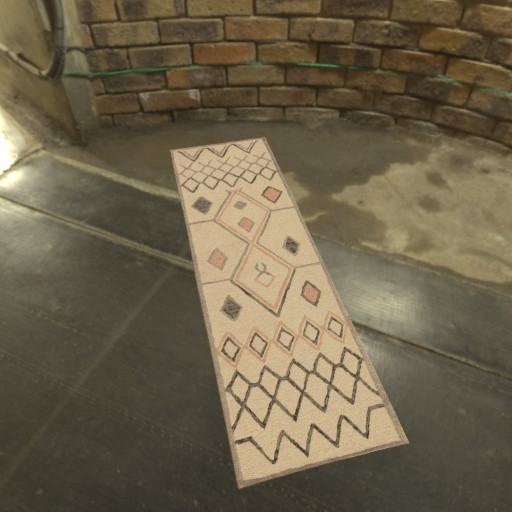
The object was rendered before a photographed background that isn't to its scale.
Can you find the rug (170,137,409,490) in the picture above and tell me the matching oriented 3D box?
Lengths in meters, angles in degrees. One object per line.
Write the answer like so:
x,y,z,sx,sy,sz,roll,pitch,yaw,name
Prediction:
0.000,0.000,2.632,0.750,0.011,2.435,-10,48,-9,rug
